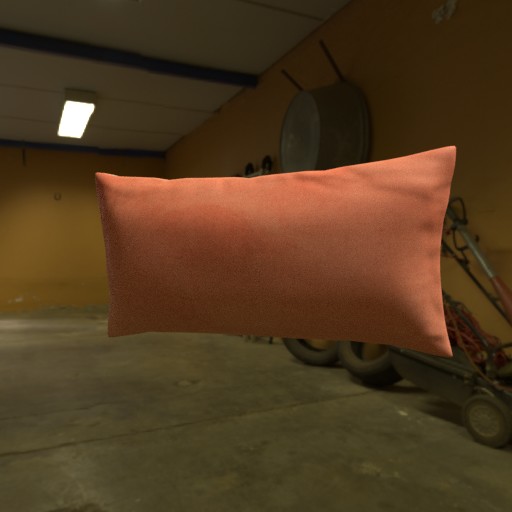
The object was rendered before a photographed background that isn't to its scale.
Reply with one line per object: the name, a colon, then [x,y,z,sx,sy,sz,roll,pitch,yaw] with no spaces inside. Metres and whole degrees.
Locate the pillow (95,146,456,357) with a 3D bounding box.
pillow: [0.000,0.000,0.739,0.608,0.307,0.155,0,-1,18]
